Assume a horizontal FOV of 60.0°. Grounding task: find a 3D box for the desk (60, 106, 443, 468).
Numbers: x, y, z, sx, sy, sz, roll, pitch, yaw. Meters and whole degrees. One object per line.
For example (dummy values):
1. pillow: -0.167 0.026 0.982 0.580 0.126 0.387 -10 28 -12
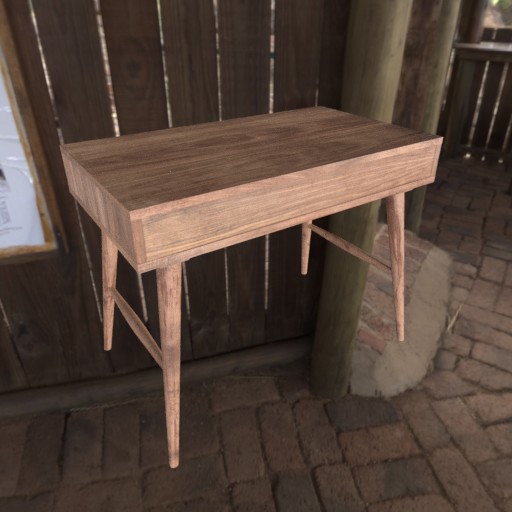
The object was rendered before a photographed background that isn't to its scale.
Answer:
1. desk: 0.000 0.000 1.451 0.949 0.758 0.588 -19 35 -29
